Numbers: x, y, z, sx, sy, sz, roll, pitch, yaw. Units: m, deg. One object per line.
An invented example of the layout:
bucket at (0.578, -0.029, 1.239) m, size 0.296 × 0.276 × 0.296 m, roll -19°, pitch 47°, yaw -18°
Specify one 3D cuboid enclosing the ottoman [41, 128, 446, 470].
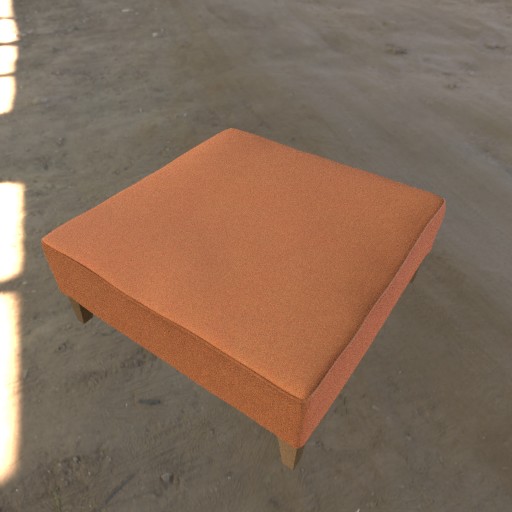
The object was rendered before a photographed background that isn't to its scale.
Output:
ottoman at (0.000, 0.000, 1.588) m, size 0.999 × 0.438 × 0.997 m, roll 25°, pitch 47°, yaw 26°
